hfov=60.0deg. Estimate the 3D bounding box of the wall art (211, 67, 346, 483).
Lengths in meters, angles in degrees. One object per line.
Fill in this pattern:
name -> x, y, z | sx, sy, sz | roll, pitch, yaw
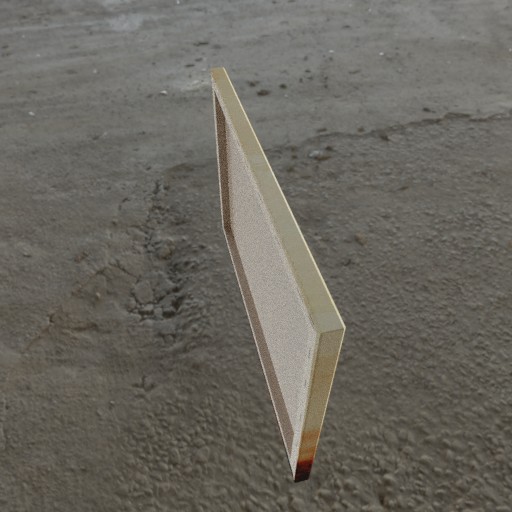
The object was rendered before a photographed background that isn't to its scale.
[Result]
wall art -> 0.000, 0.000, 1.140 | 0.038, 0.602, 0.918 | -10, 46, -10
